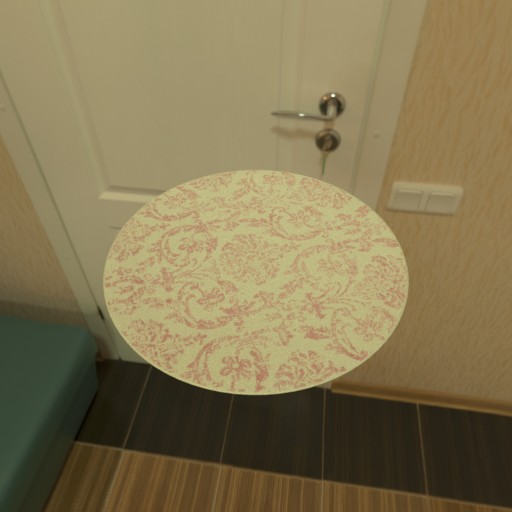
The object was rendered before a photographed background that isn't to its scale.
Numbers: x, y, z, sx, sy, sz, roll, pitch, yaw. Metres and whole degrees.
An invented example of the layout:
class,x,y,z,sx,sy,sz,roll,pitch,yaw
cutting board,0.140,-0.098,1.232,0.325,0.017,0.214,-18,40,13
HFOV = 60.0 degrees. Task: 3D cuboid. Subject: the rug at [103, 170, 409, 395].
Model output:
class,x,y,z,sx,sy,sz,roll,pitch,yaw
rug,0.000,0.000,2.376,1.593,0.012,1.593,0,46,0
